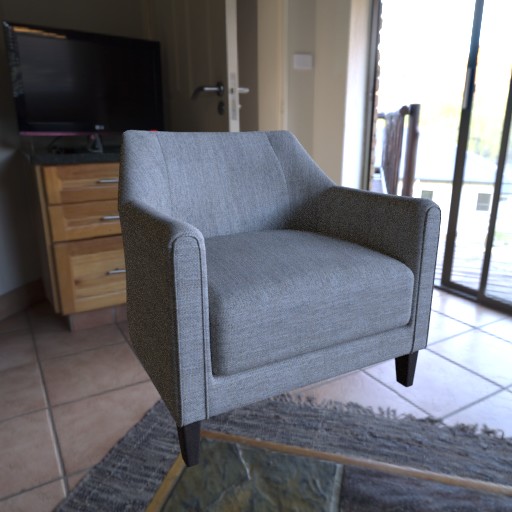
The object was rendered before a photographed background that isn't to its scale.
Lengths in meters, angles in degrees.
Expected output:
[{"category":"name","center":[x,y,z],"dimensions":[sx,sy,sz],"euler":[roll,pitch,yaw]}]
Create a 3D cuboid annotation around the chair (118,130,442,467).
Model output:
[{"category":"chair","center":[0.000,0.000,1.395],"dimensions":[0.796,0.761,0.758],"euler":[-8,18,-27]}]
